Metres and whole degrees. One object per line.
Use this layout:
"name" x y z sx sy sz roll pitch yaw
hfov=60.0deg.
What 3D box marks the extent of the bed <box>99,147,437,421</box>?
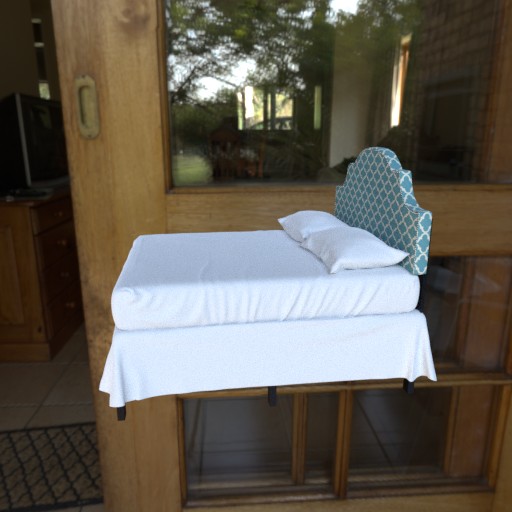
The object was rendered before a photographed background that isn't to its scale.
"bed" 0.000 0.000 3.436 2.222 1.633 1.780 -2 15 -9
